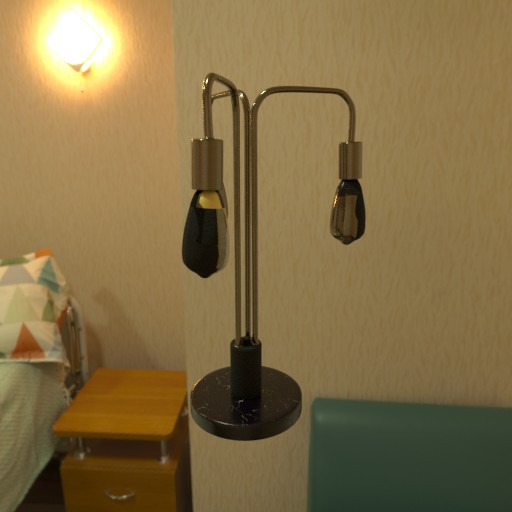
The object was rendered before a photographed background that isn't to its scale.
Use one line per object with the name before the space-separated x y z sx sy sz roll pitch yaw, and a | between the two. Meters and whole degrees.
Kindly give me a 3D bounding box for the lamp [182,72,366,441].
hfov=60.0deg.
lamp | 0.000 0.000 0.782 0.355 0.560 0.368 -7 16 -25
